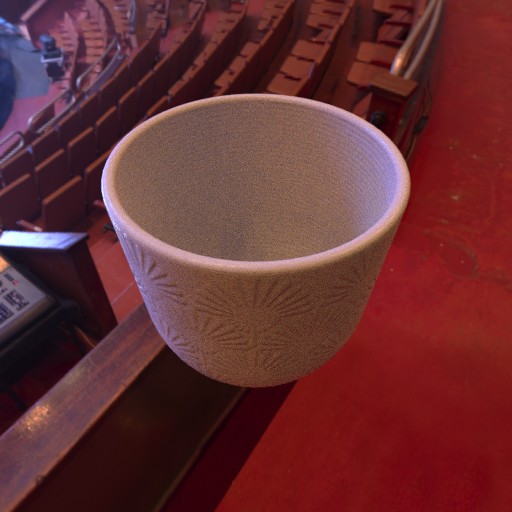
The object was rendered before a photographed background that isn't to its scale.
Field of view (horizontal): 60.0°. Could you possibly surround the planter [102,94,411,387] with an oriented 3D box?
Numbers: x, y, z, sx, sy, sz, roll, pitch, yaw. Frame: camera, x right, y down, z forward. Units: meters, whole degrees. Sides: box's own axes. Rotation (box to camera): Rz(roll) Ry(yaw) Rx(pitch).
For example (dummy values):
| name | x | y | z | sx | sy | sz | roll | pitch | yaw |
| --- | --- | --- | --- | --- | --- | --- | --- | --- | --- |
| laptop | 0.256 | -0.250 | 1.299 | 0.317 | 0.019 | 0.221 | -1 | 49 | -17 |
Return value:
| name | x | y | z | sx | sy | sz | roll | pitch | yaw |
| --- | --- | --- | --- | --- | --- | --- | --- | --- | --- |
| planter | 0.000 | 0.000 | 0.302 | 0.170 | 0.152 | 0.170 | 0 | 45 | 0 |
